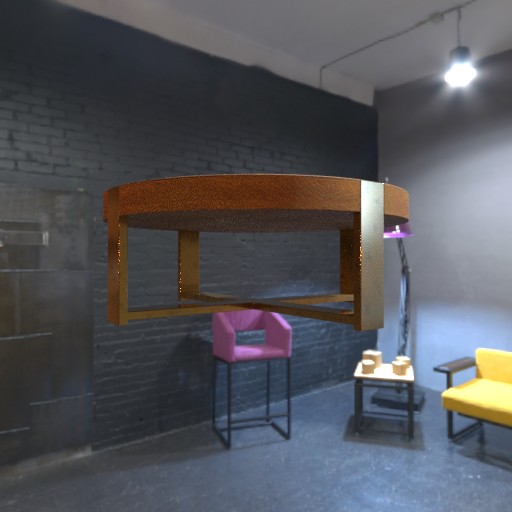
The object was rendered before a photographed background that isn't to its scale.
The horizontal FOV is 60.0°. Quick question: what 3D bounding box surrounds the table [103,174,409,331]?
[{"bbox_3d":[0.000,0.000,1.693,1.100,0.420,1.100,0,0,0],"label":"table"}]
